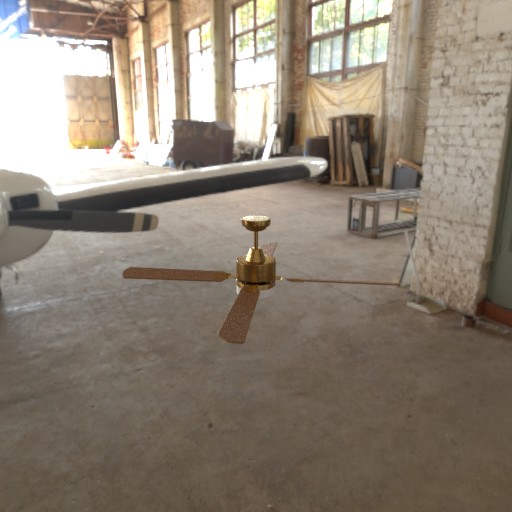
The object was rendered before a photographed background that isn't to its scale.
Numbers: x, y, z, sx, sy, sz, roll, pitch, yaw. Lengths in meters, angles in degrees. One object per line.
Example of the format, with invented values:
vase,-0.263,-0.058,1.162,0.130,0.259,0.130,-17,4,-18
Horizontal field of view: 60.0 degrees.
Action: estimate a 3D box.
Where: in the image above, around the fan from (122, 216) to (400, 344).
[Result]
fan,0.000,0.000,2.065,1.320,0.355,1.320,2,16,7
